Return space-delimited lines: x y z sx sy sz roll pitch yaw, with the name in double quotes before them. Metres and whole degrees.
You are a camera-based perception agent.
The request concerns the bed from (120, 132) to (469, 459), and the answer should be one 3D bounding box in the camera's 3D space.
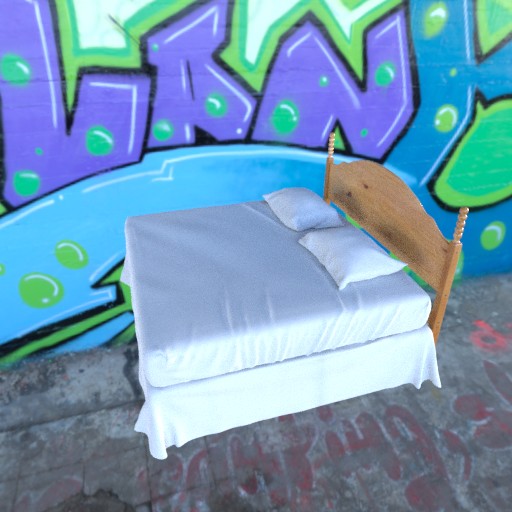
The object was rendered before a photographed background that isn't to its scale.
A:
"bed" 0.000 0.000 3.577 2.219 1.355 2.322 -9 31 -15
